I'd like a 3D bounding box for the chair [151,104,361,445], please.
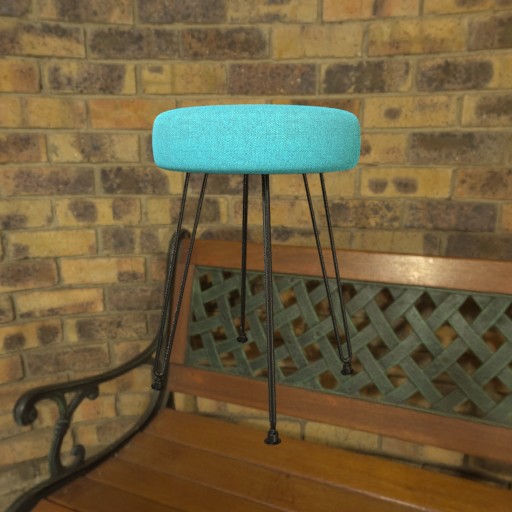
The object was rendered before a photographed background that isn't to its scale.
[{"bbox_3d":[0.000,0.000,0.702,0.350,0.440,0.350,-2,14,-9],"label":"chair"}]
